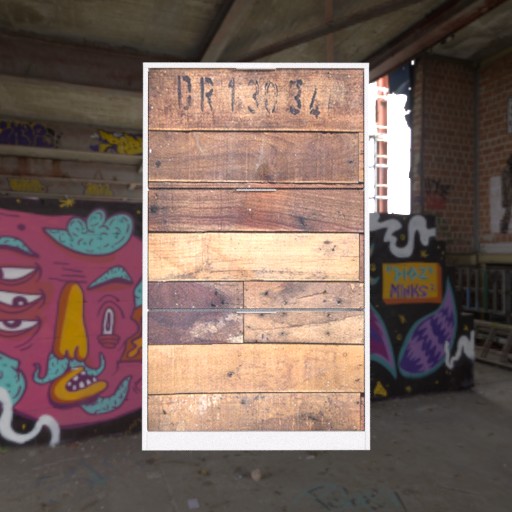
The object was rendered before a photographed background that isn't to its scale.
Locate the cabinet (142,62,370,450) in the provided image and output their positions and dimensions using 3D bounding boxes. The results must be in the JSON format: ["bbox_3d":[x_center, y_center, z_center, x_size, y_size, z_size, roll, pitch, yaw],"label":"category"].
[{"bbox_3d":[0.000,0.000,1.576,0.750,1.280,0.250,0,-1,0],"label":"cabinet"}]
